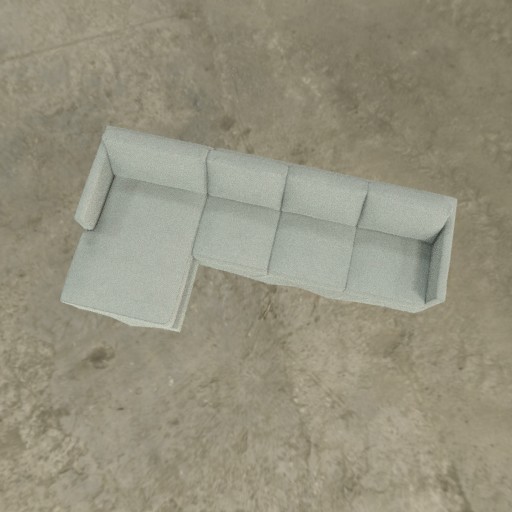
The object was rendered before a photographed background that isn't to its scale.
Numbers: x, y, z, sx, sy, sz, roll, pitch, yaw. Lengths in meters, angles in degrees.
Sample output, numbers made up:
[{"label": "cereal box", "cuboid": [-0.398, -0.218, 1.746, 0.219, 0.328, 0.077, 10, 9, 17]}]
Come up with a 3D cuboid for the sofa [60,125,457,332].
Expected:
[{"label": "sofa", "cuboid": [0.000, 0.000, 3.961, 3.205, 0.922, 1.650, 13, 75, 3]}]
